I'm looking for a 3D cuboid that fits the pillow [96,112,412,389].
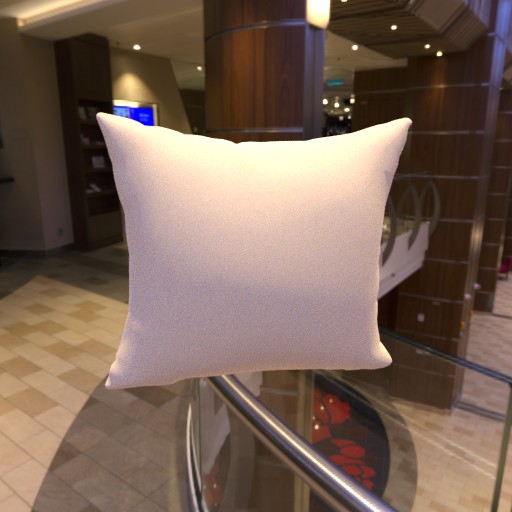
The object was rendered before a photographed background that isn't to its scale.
[{"bbox_3d":[0.000,0.000,0.798,0.560,0.487,0.229,-2,14,-9],"label":"pillow"}]
